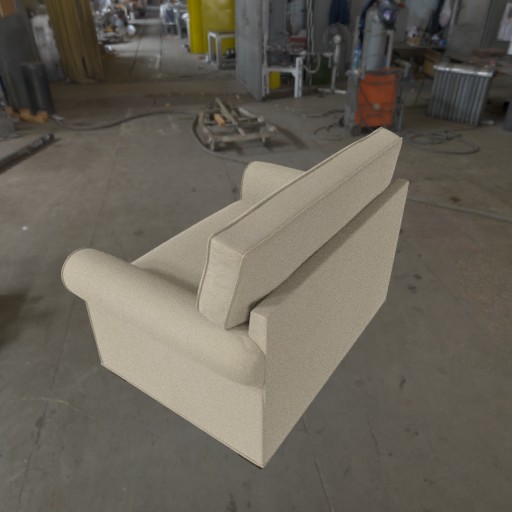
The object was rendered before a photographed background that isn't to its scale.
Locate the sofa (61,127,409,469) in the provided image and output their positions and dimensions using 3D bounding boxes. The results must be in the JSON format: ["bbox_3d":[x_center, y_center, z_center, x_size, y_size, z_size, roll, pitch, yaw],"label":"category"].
[{"bbox_3d":[0.000,0.000,2.063,0.937,1.006,1.405,20,38,29],"label":"sofa"}]
